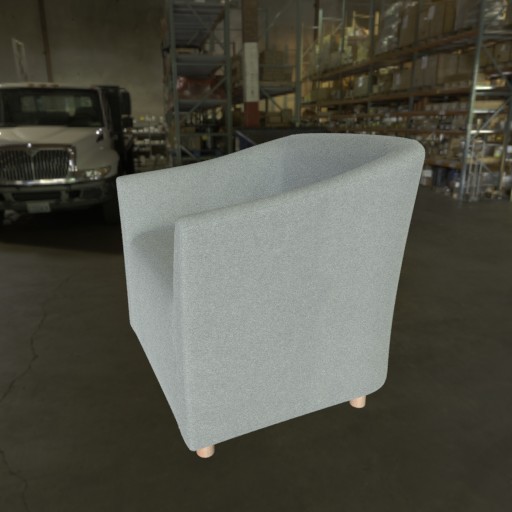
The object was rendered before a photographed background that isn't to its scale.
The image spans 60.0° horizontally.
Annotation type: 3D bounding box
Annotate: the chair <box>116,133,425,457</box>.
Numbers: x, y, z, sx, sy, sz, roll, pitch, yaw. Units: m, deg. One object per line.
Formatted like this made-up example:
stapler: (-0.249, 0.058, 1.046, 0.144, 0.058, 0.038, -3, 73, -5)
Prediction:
chair: (0.000, 0.000, 1.363, 0.700, 0.720, 0.790, -8, 18, -24)
